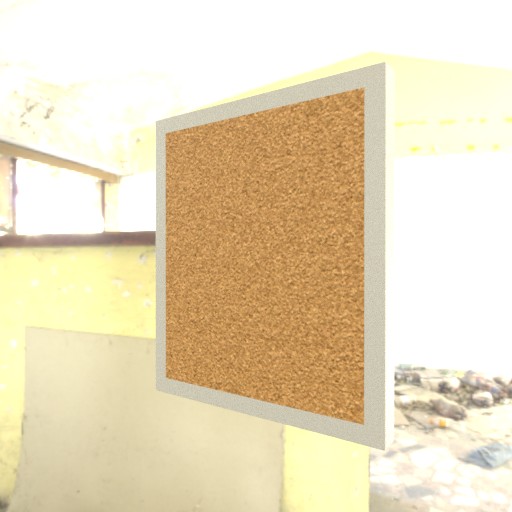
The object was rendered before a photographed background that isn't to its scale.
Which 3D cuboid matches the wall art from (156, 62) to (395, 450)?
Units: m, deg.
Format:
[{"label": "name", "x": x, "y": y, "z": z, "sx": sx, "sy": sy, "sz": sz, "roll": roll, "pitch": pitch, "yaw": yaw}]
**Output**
[{"label": "wall art", "x": 0.000, "y": 0.000, "z": 0.540, "sx": 0.331, "sy": 0.381, "sz": 0.028, "roll": 0, "pitch": 0, "yaw": 36}]
